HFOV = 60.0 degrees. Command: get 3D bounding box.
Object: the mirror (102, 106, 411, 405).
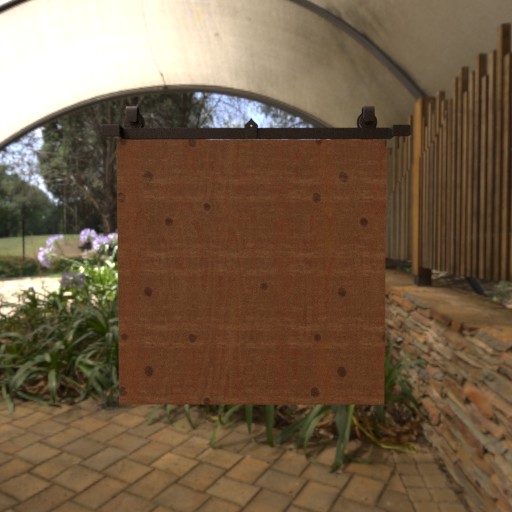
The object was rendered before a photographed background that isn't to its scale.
[{"bbox_3d":[0.000,0.000,1.193,0.805,0.800,0.054,0,2,0],"label":"mirror"}]
